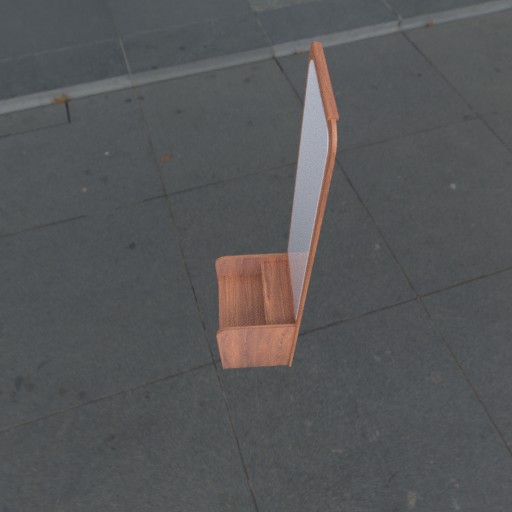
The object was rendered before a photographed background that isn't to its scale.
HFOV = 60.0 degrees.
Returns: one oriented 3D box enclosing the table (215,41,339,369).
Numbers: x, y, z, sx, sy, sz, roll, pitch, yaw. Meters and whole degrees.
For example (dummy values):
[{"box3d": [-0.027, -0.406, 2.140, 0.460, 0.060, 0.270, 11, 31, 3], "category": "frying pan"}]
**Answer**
[{"box3d": [0.000, 0.000, 1.989, 0.420, 1.830, 0.450, -3, 58, -2], "category": "table"}]
